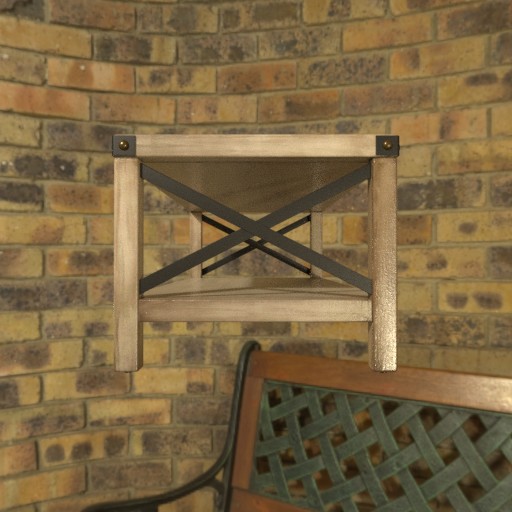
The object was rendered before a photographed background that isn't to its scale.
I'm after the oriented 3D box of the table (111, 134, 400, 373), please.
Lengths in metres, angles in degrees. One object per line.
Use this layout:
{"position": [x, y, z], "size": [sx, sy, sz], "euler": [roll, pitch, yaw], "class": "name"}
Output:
{"position": [0.000, 0.000, 1.337], "size": [0.559, 0.456, 1.016], "euler": [0, 0, 0], "class": "table"}
